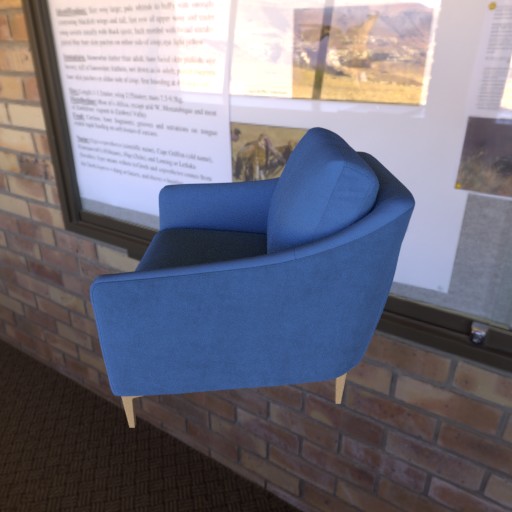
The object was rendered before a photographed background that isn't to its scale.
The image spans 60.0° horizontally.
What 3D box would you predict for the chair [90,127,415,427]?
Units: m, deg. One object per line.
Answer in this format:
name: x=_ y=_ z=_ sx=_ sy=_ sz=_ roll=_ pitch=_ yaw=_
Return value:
chair: x=0.000 y=0.000 z=1.729 sx=0.961 sy=0.899 sz=0.987 roll=0 pitch=25 yaw=1
